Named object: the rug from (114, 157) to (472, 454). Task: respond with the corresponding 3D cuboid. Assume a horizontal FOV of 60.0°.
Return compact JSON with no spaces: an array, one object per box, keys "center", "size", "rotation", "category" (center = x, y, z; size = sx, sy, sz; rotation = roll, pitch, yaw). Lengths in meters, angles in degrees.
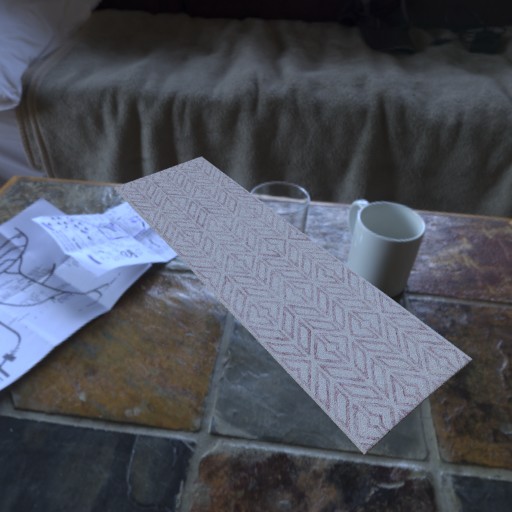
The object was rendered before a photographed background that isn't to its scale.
[{"center":[0.000,0.000,2.668],"size":[0.750,0.009,2.435],"rotation":[-27,48,-27],"category":"rug"}]
